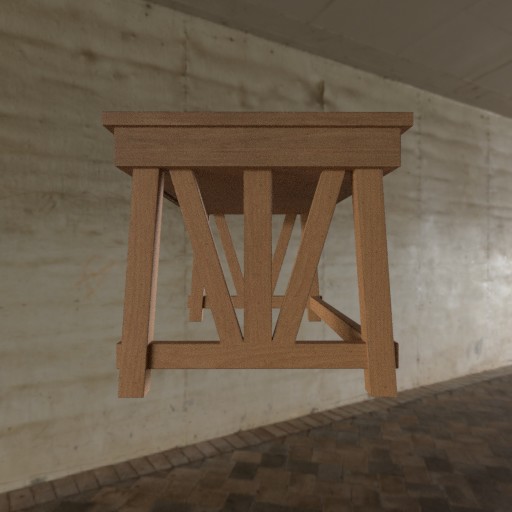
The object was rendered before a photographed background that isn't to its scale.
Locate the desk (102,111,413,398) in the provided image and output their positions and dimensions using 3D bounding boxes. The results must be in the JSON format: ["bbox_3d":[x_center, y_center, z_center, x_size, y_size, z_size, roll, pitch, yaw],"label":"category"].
[{"bbox_3d":[0.000,0.000,1.907,0.813,0.762,1.499,0,0,0],"label":"desk"}]
